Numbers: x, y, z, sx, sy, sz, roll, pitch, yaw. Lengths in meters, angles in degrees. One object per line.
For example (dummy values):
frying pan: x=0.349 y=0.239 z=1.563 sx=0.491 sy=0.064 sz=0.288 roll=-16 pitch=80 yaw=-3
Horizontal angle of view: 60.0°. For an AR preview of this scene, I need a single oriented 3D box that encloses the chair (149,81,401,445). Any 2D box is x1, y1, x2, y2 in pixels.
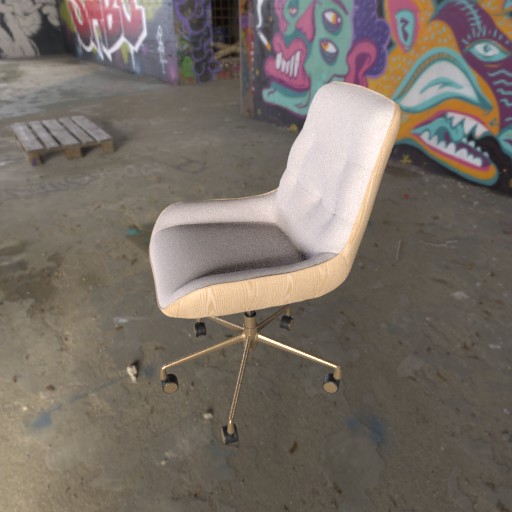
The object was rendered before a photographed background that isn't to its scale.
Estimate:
chair: x=0.000 y=0.000 z=1.355 sx=0.668 sy=0.952 sz=0.564 roll=-8 pitch=31 yaw=-14
